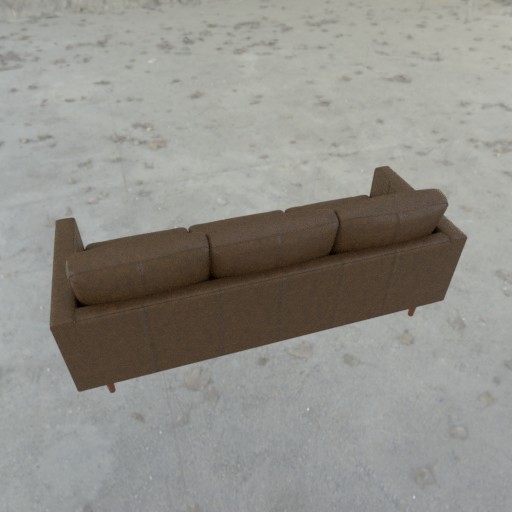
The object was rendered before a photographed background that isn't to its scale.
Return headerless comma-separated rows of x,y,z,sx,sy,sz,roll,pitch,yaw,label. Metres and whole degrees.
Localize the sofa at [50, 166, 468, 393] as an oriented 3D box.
0.000,0.000,2.712,2.231,0.930,0.903,-11,41,-13,sofa
